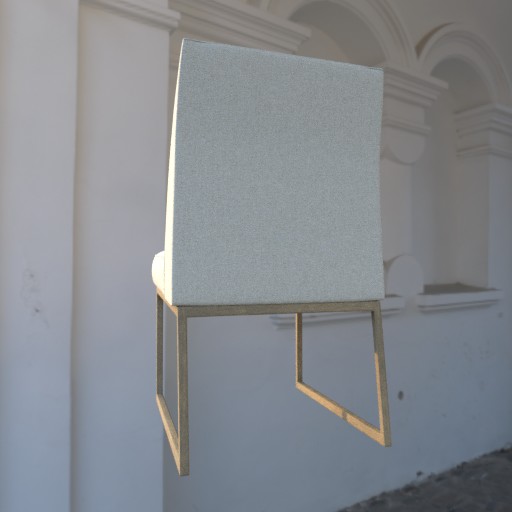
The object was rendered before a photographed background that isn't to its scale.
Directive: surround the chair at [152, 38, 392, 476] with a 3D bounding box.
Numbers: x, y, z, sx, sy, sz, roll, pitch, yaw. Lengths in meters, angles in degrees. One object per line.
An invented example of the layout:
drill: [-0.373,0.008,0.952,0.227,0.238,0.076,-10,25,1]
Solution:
chair: [0.000,0.000,1.181,0.508,0.863,0.522,0,-1,-18]
